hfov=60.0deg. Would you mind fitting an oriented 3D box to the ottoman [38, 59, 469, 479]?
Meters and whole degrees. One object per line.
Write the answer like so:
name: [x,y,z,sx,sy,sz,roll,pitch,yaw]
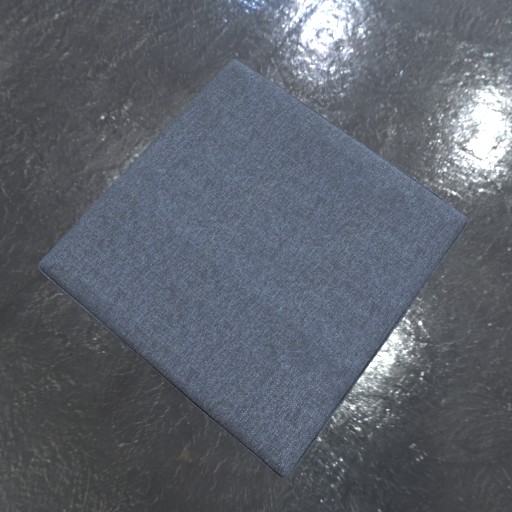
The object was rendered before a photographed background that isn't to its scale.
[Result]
ottoman: [0.000,0.000,1.583,1.023,0.423,1.017,38,79,9]
